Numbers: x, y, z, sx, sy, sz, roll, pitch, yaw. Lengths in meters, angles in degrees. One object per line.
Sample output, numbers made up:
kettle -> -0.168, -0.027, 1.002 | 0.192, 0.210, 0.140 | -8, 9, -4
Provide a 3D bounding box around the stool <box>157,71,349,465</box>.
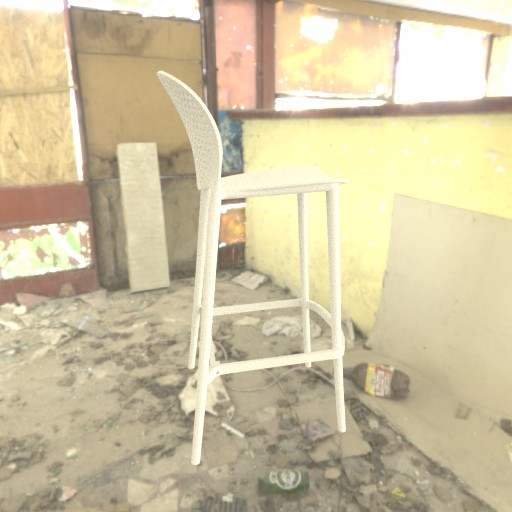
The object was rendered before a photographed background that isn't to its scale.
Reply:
stool -> 0.000, 0.000, 1.374 | 0.535, 1.045, 0.536 | -3, 17, -9
